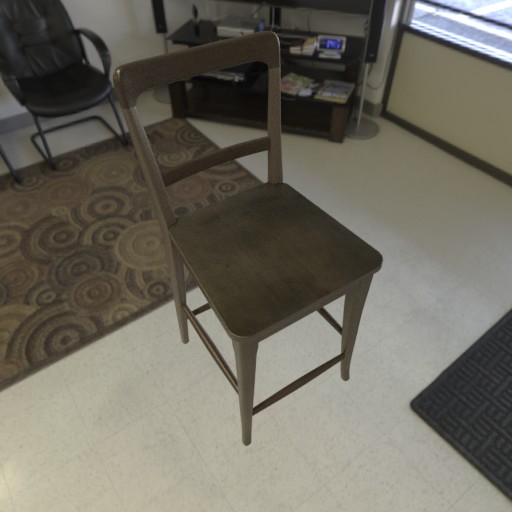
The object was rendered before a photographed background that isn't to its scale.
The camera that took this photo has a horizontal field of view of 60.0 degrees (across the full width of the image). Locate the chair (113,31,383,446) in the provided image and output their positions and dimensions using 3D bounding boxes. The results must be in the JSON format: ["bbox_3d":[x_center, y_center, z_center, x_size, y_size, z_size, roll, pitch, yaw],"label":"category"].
[{"bbox_3d":[0.000,0.000,1.253,0.450,0.991,0.546,-25,51,-22],"label":"chair"}]
